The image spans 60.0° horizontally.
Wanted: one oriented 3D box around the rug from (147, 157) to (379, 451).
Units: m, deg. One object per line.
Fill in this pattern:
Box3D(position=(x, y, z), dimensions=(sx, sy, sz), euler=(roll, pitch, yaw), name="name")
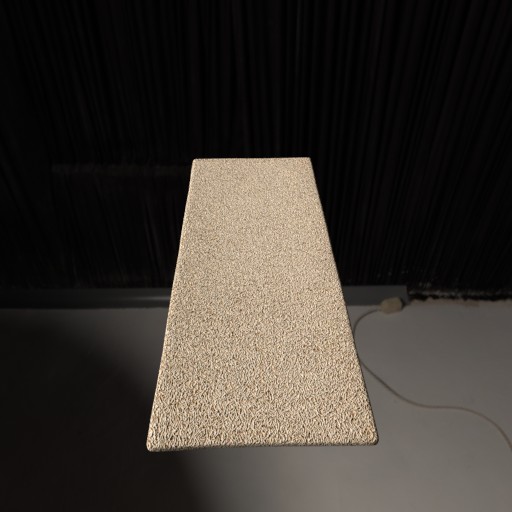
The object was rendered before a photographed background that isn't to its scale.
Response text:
Box3D(position=(0.000, 0.000, 1.729), dimensions=(0.609, 0.030, 1.524), euler=(-1, 41, -1), name="rug")
